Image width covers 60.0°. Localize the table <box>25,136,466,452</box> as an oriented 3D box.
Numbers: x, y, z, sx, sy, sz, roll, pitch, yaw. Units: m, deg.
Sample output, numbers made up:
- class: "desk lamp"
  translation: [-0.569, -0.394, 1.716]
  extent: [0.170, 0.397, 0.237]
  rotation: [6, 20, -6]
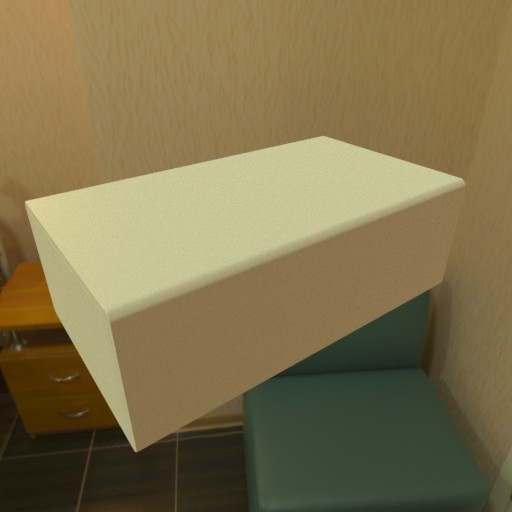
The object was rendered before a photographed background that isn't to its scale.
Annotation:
- class: "table"
  translation: [0.000, 0.000, 1.369]
  extent: [1.097, 0.442, 0.639]
  rotation: [-20, 36, -31]
